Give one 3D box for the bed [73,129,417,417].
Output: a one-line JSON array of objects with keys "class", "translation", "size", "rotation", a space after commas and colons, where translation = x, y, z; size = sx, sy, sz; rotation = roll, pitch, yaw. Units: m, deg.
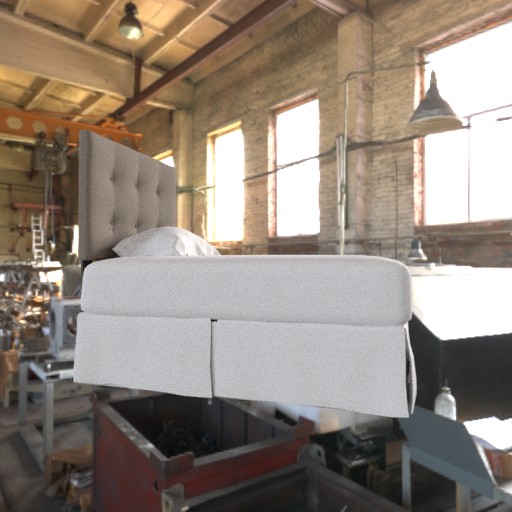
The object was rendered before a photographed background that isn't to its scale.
[{"class": "bed", "translation": [0.000, 0.000, 2.977], "size": [1.997, 1.571, 1.261], "rotation": [0, -1, 18]}]
